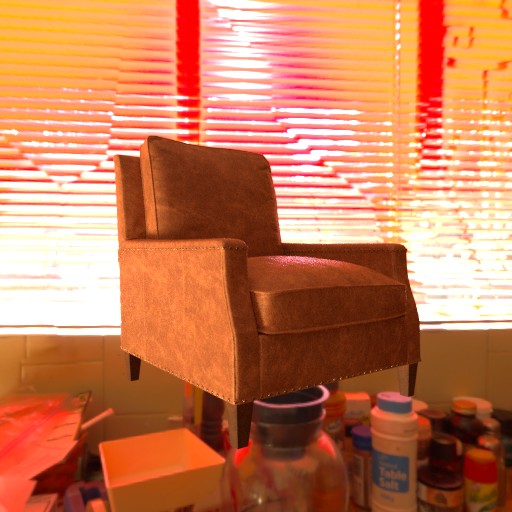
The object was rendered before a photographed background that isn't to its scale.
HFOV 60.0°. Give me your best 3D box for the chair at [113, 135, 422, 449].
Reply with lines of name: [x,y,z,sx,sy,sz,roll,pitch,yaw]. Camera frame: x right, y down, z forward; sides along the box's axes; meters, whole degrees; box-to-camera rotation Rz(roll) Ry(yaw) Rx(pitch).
chair: [0.000,0.000,1.818,0.854,1.054,1.035,0,0,-36]
